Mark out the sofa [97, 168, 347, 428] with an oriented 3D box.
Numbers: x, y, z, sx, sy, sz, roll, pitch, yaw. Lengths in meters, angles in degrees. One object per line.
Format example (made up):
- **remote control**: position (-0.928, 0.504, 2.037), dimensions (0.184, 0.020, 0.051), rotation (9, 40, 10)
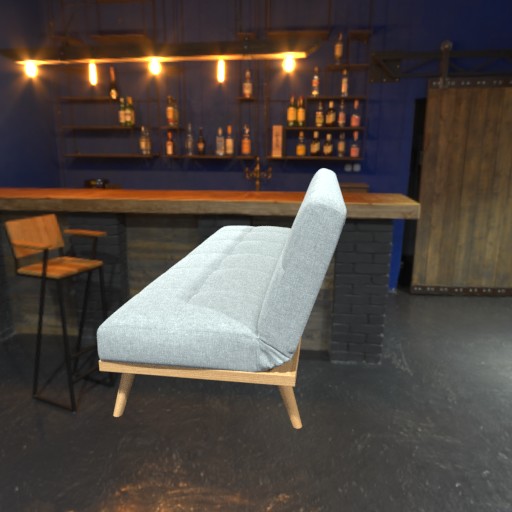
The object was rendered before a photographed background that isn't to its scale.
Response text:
- **sofa**: position (0.000, 0.000, 2.250), dimensions (0.800, 0.800, 1.820), rotation (2, 14, 9)
